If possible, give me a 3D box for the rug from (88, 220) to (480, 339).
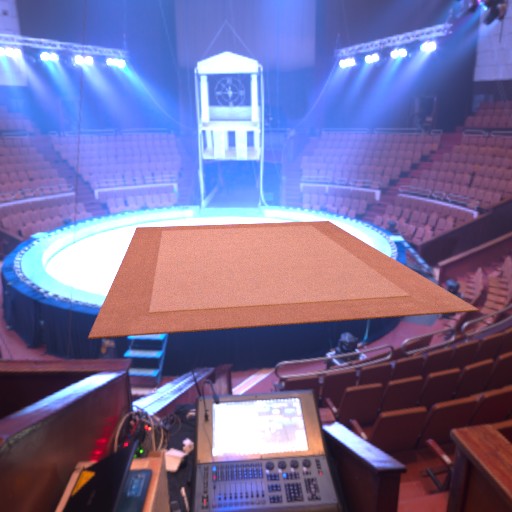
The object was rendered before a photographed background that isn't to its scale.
[{"bbox_3d":[0.000,0.000,4.137,2.438,0.014,3.048,-3,16,-9],"label":"rug"}]
